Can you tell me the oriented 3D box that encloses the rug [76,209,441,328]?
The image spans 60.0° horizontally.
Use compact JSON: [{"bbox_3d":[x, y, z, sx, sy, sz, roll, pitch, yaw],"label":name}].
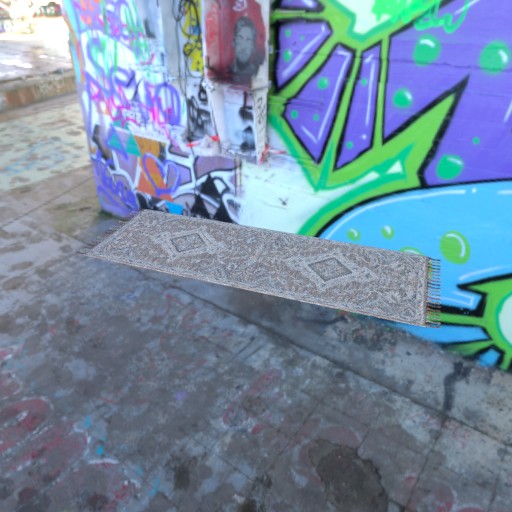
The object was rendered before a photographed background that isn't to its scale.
[{"bbox_3d":[0.000,0.000,2.895,2.378,0.018,1.324,20,37,30],"label":"rug"}]
